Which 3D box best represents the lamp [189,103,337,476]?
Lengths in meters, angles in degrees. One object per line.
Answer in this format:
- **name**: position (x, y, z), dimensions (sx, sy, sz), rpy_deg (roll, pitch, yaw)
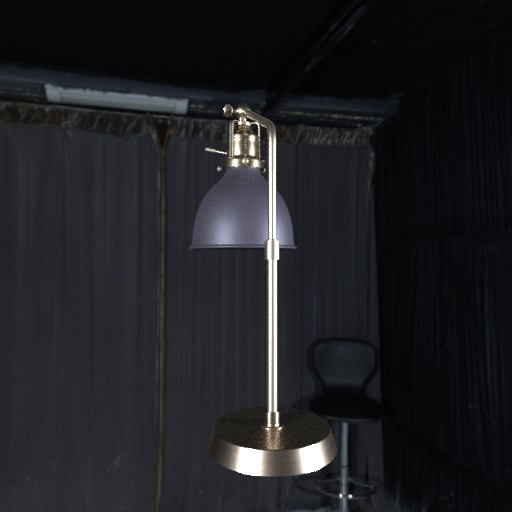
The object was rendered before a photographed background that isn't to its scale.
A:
- **lamp**: position (0.000, 0.000, 0.601), dimensions (0.160, 0.456, 0.291), rpy_deg (0, 0, -17)
